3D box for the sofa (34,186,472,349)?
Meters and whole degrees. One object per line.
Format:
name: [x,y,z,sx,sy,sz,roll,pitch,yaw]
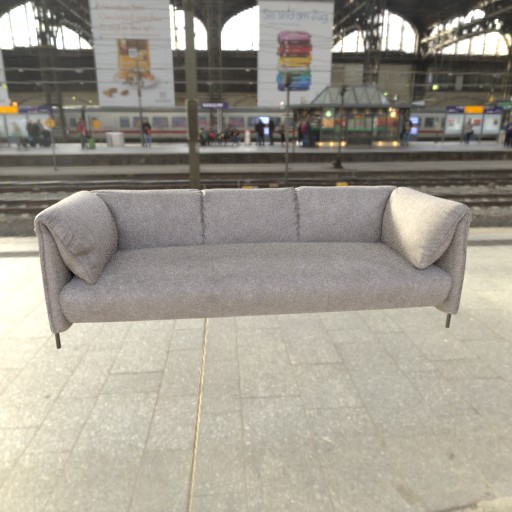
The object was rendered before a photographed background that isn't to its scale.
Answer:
sofa: [0.000,0.000,2.692,2.238,0.758,0.899,-2,16,-6]
